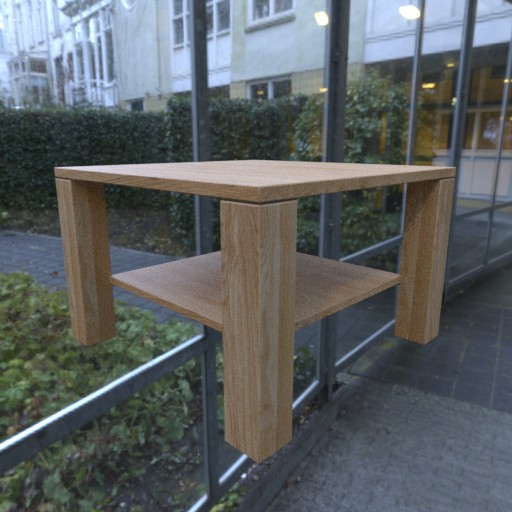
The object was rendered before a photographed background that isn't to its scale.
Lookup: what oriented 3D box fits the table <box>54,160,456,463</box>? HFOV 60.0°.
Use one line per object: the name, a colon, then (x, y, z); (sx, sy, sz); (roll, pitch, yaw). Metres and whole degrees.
table: (0.000, 0.000, 1.145); (0.700, 0.450, 0.700); (14, 20, 43)
